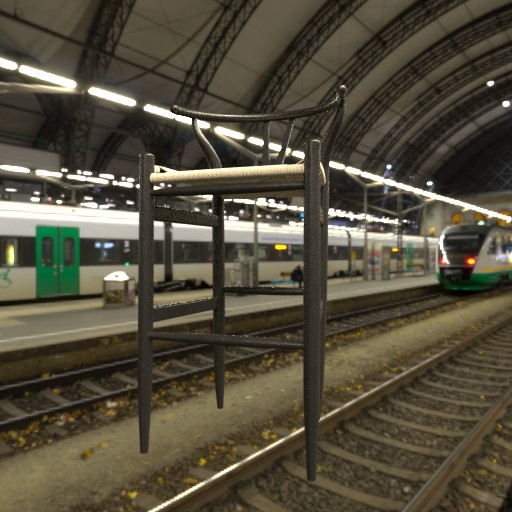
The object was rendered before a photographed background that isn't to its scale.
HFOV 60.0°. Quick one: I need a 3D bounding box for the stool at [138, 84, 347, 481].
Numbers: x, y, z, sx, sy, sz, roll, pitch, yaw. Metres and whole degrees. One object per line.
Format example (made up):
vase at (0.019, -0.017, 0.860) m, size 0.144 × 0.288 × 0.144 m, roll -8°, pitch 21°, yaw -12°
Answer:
stool at (0.000, 0.000, 1.397) m, size 0.569 × 1.072 × 0.579 m, roll 0°, pitch 0°, yaw 18°
